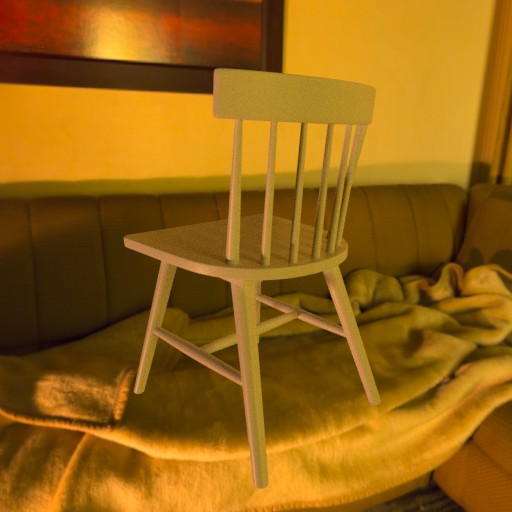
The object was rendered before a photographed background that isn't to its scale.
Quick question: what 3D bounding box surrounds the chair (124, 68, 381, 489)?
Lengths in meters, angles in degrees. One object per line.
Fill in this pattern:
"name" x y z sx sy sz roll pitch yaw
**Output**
"chair" 0.000 0.000 1.094 0.483 0.787 0.500 -14 20 -42
